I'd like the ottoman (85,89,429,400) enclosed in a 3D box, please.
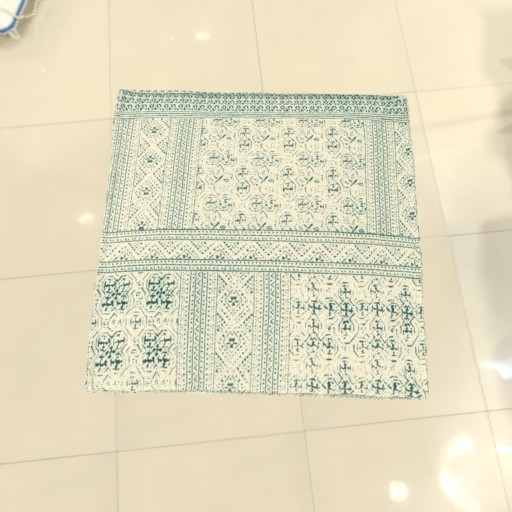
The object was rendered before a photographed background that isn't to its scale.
[{"bbox_3d":[0.000,0.000,1.024,0.626,0.439,0.617,1,75,0],"label":"ottoman"}]
